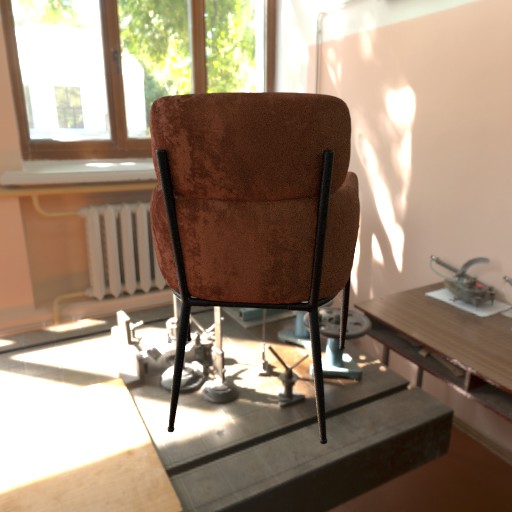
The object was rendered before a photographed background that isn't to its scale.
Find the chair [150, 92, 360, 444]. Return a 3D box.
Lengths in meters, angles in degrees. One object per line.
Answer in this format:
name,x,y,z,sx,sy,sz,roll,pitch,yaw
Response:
chair,0.000,0.000,1.157,0.561,0.772,0.523,2,16,6
